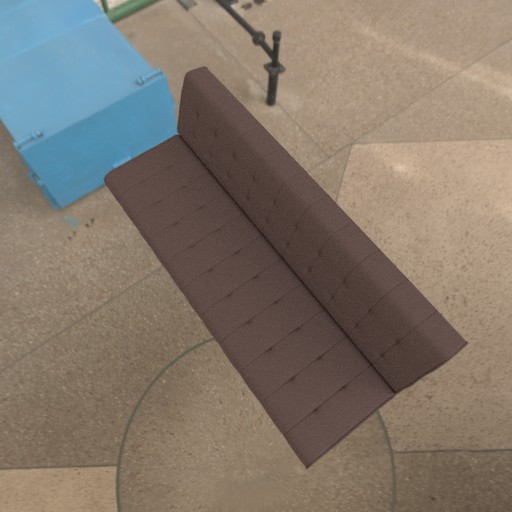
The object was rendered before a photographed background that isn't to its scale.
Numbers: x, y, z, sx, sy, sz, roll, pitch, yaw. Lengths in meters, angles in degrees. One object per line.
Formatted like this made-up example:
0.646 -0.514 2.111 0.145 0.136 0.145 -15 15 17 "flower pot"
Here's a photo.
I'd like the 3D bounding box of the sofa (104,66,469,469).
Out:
0.000 0.000 2.087 0.747 0.699 1.703 -34 69 -15 "sofa"
